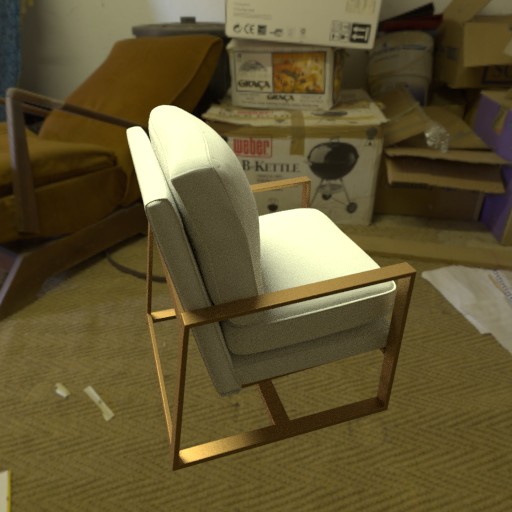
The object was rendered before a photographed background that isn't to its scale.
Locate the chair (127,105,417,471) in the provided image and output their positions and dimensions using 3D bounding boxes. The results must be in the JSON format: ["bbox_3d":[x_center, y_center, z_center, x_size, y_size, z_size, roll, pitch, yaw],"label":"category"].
[{"bbox_3d":[0.000,0.000,1.571,0.813,0.966,0.805,-10,32,-15],"label":"chair"}]
